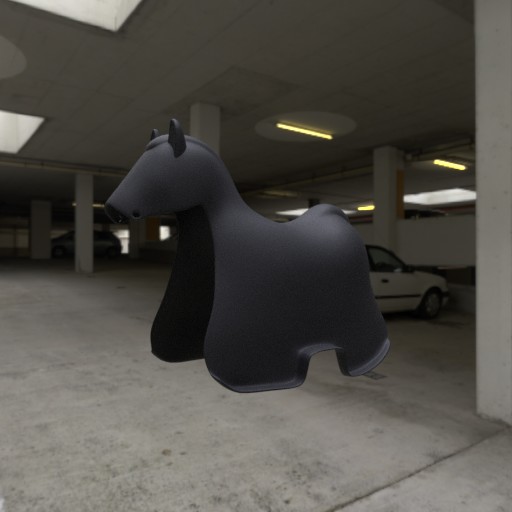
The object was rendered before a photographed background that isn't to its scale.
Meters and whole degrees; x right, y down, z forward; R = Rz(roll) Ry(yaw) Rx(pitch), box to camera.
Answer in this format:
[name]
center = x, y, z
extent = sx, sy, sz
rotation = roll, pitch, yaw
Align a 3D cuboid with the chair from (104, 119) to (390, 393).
[chair]
center = 0.000, 0.000, 1.191
extent = 0.800, 0.612, 0.429
rotation = 0, 0, -37
